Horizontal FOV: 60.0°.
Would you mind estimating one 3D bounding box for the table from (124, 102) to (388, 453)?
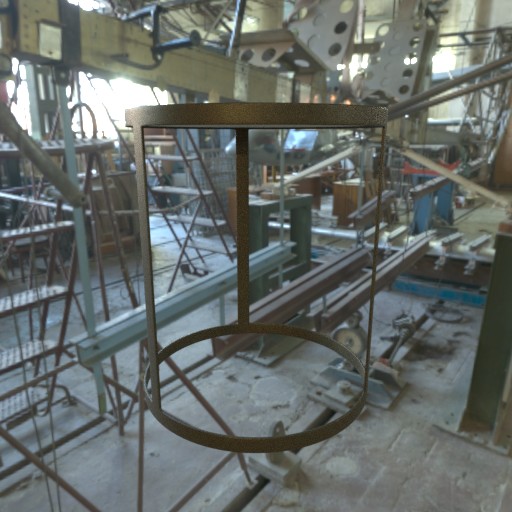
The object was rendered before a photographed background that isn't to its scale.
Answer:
[{"bbox_3d":[0.000,0.000,0.911,0.480,0.565,0.480,0,15,0],"label":"table"}]
